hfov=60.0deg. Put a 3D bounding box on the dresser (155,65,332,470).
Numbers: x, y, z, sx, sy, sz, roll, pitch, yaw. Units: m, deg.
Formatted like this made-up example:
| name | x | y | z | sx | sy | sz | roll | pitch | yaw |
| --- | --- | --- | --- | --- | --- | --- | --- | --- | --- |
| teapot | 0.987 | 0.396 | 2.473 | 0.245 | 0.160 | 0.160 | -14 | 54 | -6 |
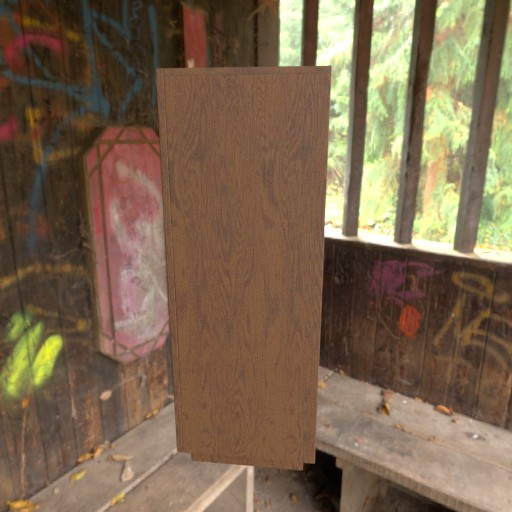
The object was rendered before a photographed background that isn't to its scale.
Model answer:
| name | x | y | z | sx | sy | sz | roll | pitch | yaw |
| --- | --- | --- | --- | --- | --- | --- | --- | --- | --- |
| dresser | 0.000 | 0.000 | 1.828 | 0.516 | 1.320 | 0.964 | 2 | 16 | 7 |
